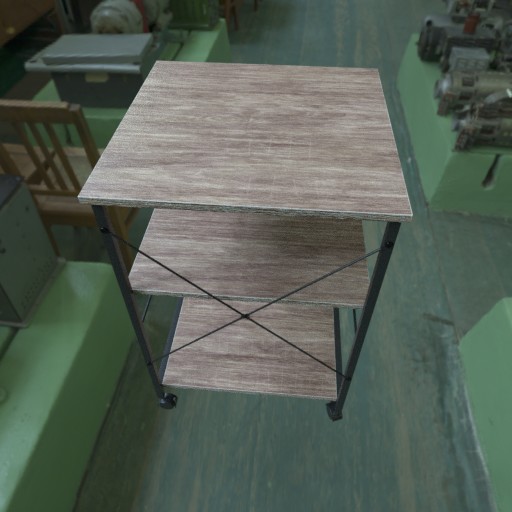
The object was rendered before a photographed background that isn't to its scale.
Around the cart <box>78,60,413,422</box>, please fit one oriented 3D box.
[{"bbox_3d":[0.000,0.000,1.138,0.521,0.762,0.520,4,46,3],"label":"cart"}]
